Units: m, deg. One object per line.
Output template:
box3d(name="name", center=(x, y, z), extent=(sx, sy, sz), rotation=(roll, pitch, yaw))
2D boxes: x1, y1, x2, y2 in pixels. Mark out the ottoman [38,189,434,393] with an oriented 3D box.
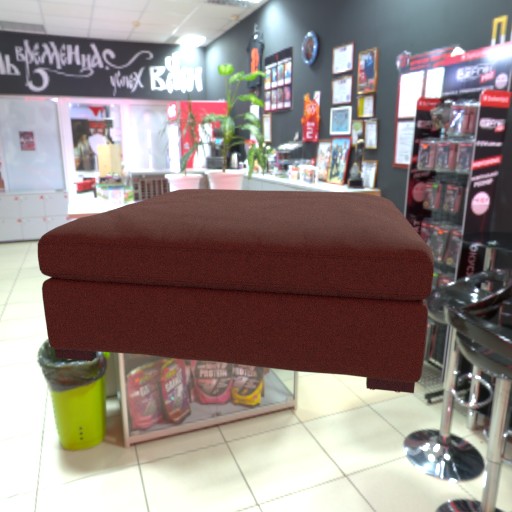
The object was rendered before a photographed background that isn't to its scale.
box3d(name="ottoman", center=(0.000, 0.000, 1.830), extent=(1.181, 0.470, 1.181), rotation=(3, 15, 11))
